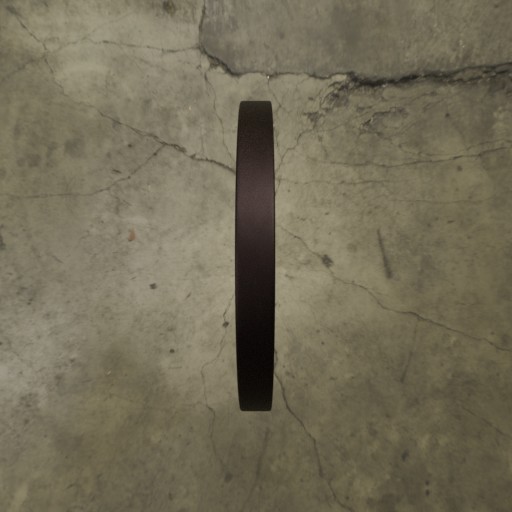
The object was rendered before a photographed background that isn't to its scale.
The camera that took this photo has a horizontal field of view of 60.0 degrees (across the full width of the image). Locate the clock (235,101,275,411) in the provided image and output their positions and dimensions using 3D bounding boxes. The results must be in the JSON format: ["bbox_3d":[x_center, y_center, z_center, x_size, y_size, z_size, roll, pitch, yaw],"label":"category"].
[{"bbox_3d":[0.000,0.000,0.474,0.029,0.314,0.314,0,89,0],"label":"clock"}]
